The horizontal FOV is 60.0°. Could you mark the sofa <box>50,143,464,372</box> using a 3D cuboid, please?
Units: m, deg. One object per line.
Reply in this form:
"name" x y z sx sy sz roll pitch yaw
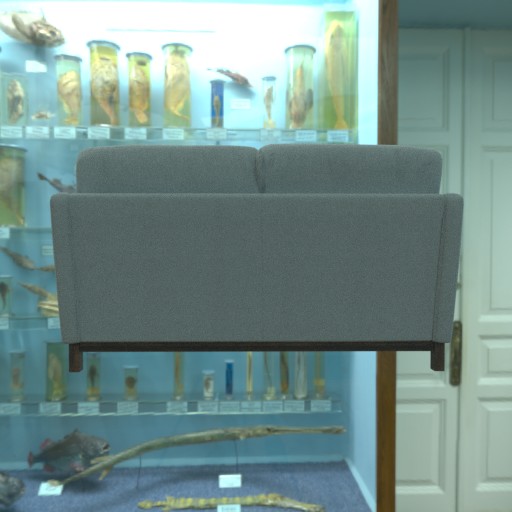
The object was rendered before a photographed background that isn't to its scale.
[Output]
"sofa" 0.000 0.000 2.152 1.589 0.921 0.987 0 1 -1
